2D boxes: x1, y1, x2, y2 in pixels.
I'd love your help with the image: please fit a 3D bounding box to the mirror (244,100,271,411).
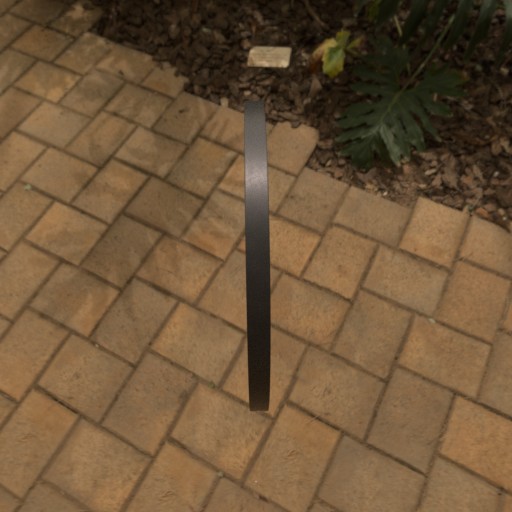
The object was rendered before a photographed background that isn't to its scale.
[{"bbox_3d":[0.000,0.000,0.855,0.032,0.565,0.565,-1,63,0],"label":"mirror"}]
